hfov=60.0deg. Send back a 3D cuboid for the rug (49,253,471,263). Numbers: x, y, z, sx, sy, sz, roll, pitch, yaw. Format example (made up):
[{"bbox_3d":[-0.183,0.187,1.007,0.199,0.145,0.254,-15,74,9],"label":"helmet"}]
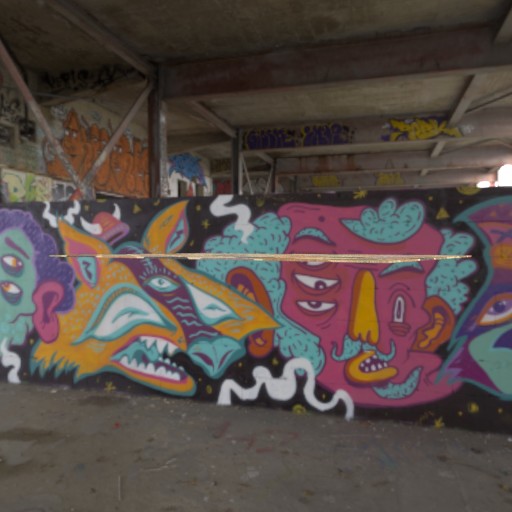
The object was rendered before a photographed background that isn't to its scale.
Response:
[{"bbox_3d":[0.000,0.000,2.303,1.828,0.006,1.216,1,1,36],"label":"rug"}]
